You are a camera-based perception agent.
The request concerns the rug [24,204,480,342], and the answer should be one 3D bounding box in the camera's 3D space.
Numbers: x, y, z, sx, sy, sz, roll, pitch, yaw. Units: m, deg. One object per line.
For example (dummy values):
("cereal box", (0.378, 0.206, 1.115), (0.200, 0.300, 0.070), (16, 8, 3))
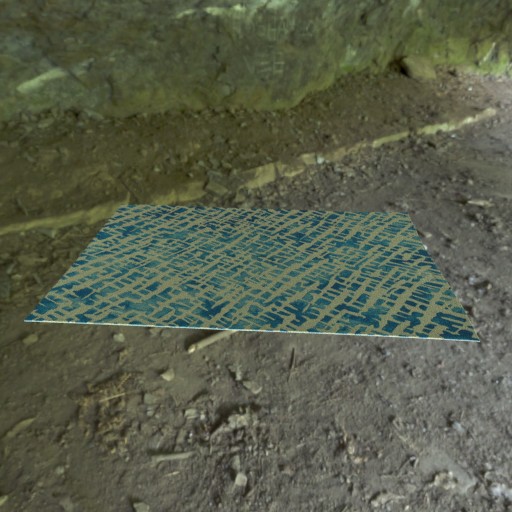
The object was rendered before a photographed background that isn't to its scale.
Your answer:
("rug", (0.000, 0.000, 2.290), (1.830, 0.011, 1.209), (2, 30, 3))
